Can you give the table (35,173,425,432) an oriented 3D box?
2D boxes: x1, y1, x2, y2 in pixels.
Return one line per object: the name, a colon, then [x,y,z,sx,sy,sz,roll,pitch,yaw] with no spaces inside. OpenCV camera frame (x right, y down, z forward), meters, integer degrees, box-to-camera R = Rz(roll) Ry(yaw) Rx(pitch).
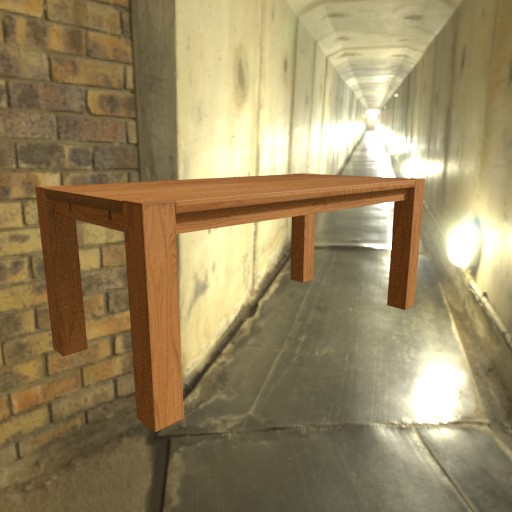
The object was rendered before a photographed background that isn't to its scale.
table: [0.000,0.000,2.305,1.800,0.760,0.900,-12,18,-43]
